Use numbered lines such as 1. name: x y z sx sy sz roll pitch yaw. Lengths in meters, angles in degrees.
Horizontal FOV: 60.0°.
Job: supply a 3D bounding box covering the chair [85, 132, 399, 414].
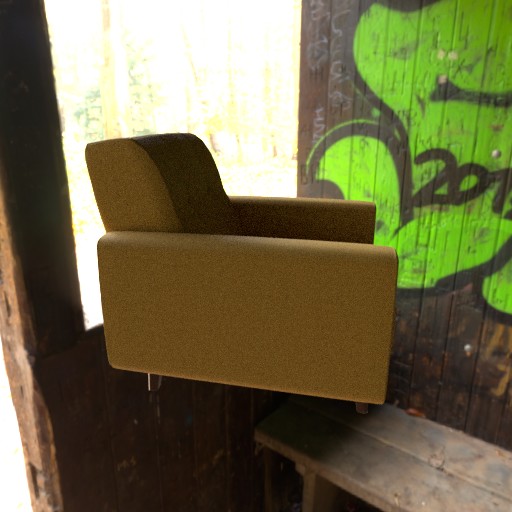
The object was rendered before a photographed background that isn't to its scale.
1. chair: 0.000 0.000 1.575 0.909 0.841 0.831 3 17 10
